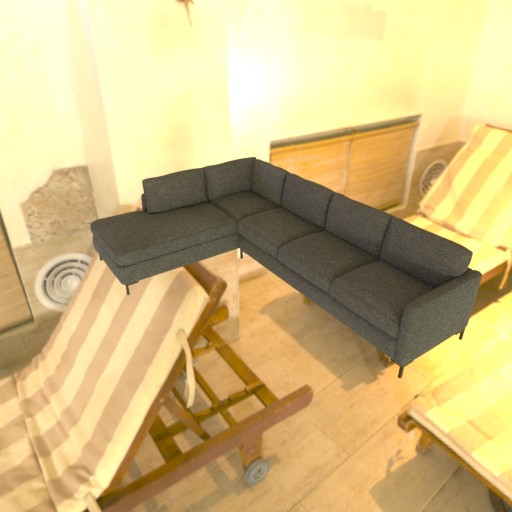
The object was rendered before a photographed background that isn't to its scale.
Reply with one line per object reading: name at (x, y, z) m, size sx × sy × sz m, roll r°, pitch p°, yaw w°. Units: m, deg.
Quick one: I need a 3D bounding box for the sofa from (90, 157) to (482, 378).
sofa at (0.000, 0.000, 3.832) m, size 2.007 × 0.815 × 2.949 m, roll -19°, pitch 35°, yaw -30°
